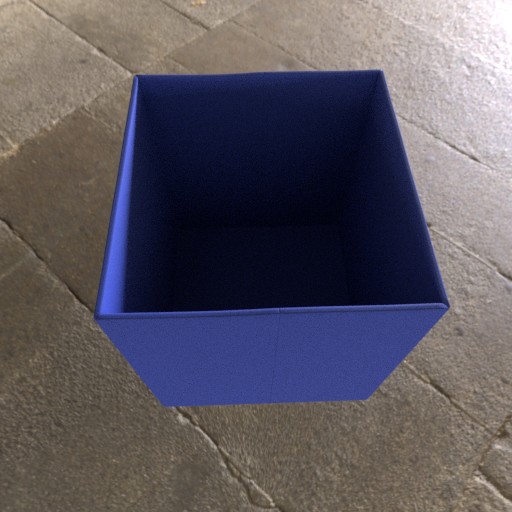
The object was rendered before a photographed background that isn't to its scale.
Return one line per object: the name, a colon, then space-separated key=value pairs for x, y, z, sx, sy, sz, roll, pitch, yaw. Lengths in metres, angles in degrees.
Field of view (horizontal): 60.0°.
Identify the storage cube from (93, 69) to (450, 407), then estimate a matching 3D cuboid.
storage cube: x=0.000 y=0.000 z=0.497 sx=0.270 sy=0.280 sz=0.270 roll=-2 pitch=59 yaw=-1
